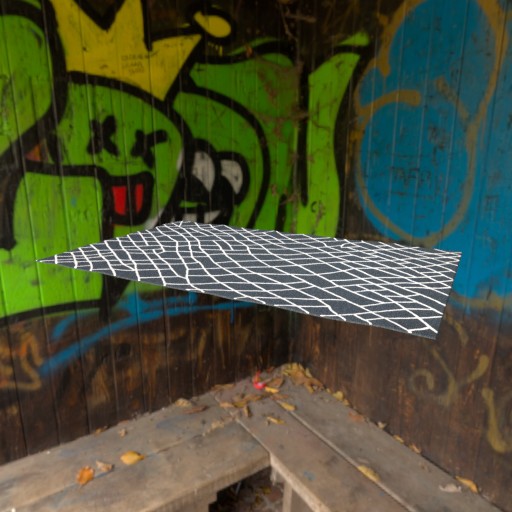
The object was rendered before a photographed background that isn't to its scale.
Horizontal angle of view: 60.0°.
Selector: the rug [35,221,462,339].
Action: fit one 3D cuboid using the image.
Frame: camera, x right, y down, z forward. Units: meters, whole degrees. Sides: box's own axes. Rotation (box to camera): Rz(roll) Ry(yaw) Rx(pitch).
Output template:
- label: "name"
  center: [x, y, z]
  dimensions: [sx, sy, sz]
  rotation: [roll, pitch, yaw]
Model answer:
- label: "rug"
  center: [0.000, 0.000, 2.983]
  dimensions: [2.448, 0.017, 1.529]
  rotation: [8, 17, 27]
